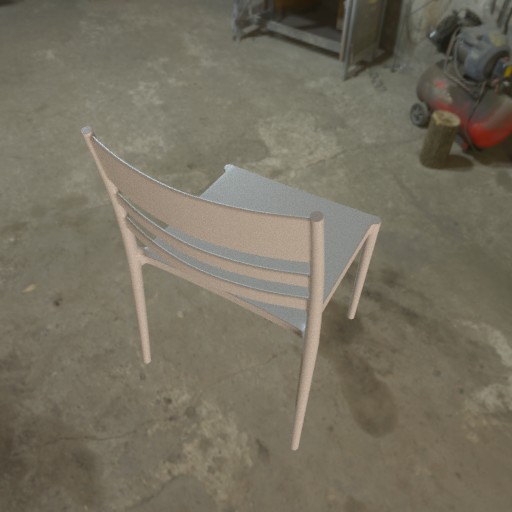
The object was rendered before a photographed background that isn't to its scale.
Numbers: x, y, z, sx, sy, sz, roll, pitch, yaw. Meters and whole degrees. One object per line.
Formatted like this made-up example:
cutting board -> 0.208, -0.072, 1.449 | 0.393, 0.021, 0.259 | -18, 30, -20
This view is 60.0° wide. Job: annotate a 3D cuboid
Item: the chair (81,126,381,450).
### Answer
chair -> 0.000, 0.000, 1.122 | 0.531, 0.800, 0.511 | 23, 51, 20
